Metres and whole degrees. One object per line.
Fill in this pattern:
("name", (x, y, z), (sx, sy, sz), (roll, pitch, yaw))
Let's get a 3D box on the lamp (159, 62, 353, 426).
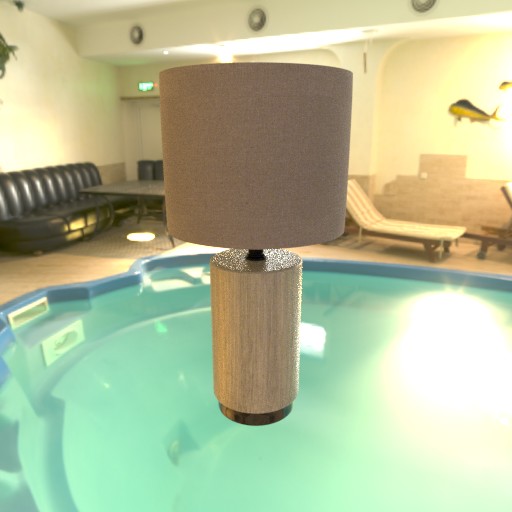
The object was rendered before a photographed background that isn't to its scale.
("lamp", (0.000, 0.000, 0.588), (0.228, 0.444, 0.228), (3, 16, 9))
